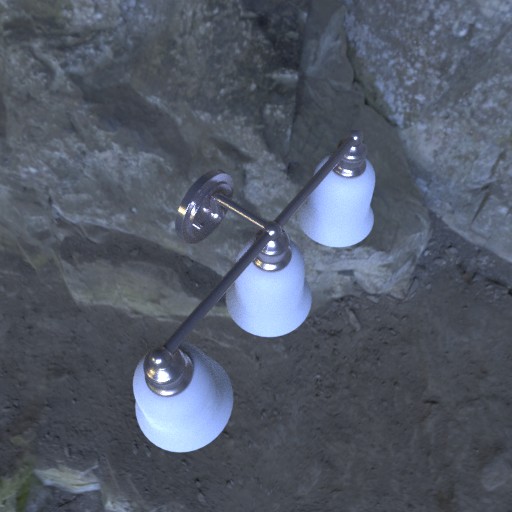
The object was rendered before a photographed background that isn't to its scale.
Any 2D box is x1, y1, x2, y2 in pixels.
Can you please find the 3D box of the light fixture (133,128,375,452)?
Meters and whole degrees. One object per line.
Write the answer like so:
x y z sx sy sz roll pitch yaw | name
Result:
0.000 0.000 0.666 0.198 0.211 0.570 33 64 18 | light fixture
